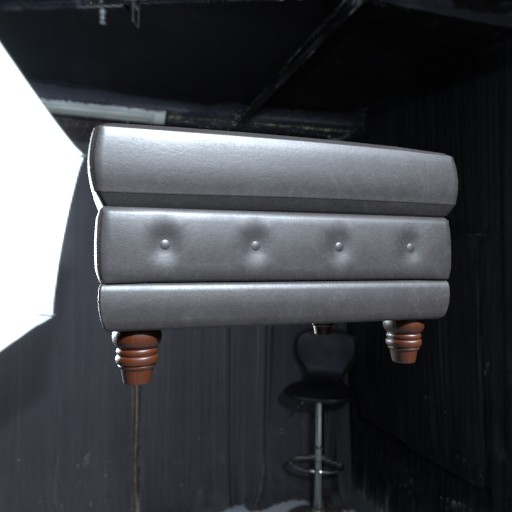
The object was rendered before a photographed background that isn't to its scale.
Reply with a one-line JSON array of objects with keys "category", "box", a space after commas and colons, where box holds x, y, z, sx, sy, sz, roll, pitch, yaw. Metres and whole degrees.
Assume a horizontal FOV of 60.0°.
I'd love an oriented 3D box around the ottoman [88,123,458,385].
[{"category": "ottoman", "box": [0.000, 0.000, 1.155, 0.795, 0.498, 0.590, 0, -1, -18]}]
